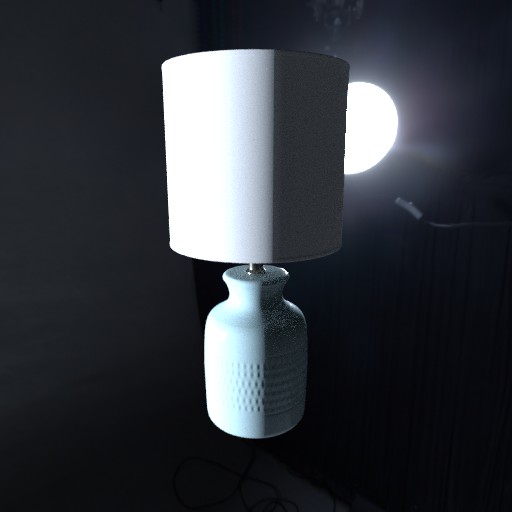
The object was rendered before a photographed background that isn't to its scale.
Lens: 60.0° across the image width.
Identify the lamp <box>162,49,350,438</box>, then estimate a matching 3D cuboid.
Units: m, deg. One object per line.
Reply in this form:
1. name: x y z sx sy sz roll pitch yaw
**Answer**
1. lamp: 0.000 0.000 1.107 0.418 0.871 0.418 13 19 43
